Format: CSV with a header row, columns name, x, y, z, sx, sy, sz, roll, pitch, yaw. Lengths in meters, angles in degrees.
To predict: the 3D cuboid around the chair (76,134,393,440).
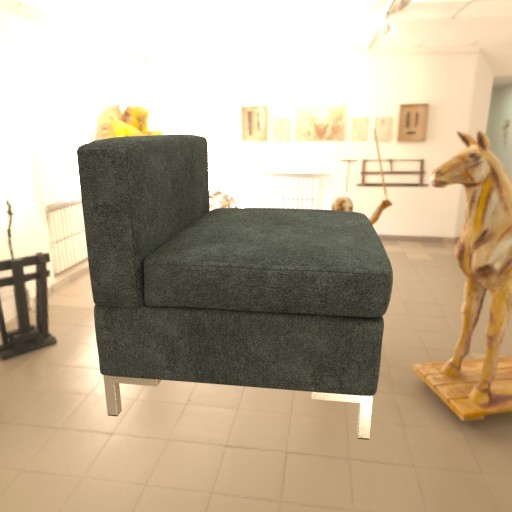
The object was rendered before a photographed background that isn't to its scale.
name,x,y,z,sx,sy,sz,roll,pitch,yaw
chair,0.000,0.000,1.255,0.680,0.660,0.680,2,16,8
